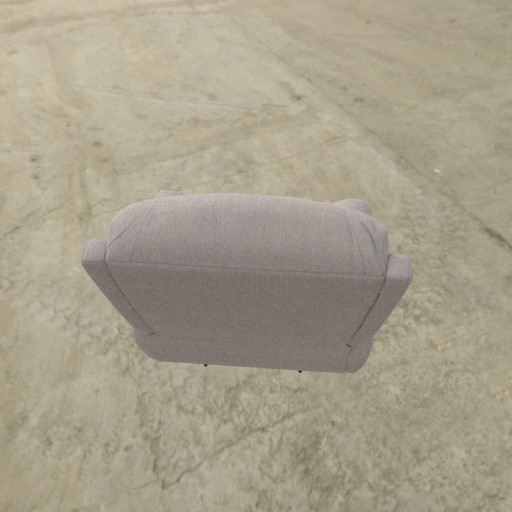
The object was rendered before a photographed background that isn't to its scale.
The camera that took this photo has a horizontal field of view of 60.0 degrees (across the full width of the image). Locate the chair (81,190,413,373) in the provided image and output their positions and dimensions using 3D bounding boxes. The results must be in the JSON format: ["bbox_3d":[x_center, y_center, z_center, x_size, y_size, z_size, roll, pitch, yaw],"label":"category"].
[{"bbox_3d":[0.000,0.000,1.721,0.930,1.011,0.899,3,45,3],"label":"chair"}]
